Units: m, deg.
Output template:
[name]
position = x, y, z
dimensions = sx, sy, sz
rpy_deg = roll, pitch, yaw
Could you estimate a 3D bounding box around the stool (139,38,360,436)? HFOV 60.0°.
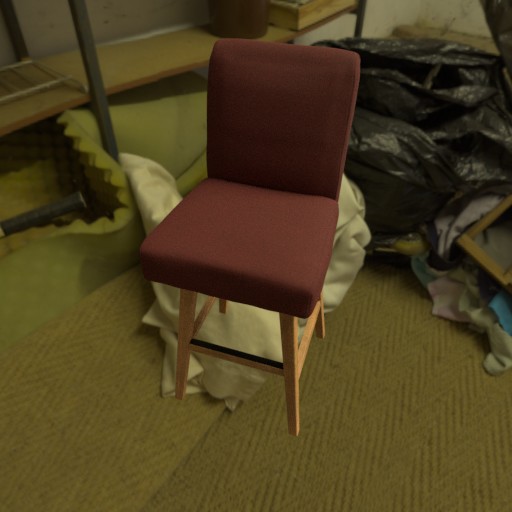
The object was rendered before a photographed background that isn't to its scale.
[stool]
position = 0.000, 0.000, 1.365
dimensions = 0.468, 1.093, 0.562
rpy_deg = 12, 43, 14
